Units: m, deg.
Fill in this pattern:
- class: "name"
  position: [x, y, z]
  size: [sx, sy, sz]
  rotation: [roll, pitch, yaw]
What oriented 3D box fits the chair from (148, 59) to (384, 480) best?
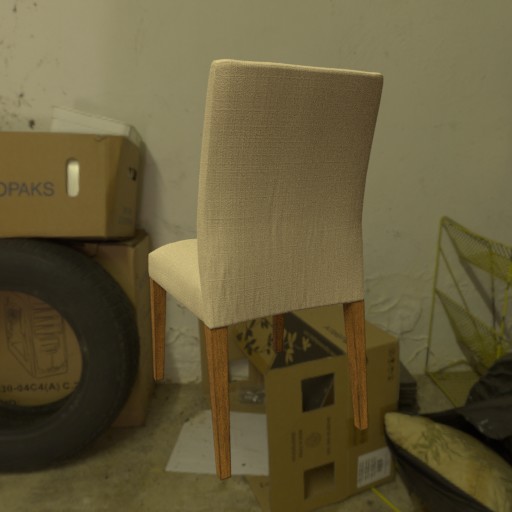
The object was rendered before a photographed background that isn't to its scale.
- class: "chair"
  position: [0.000, 0.000, 1.268]
  size: [0.496, 0.940, 0.585]
  rotation: [-7, 16, -26]
